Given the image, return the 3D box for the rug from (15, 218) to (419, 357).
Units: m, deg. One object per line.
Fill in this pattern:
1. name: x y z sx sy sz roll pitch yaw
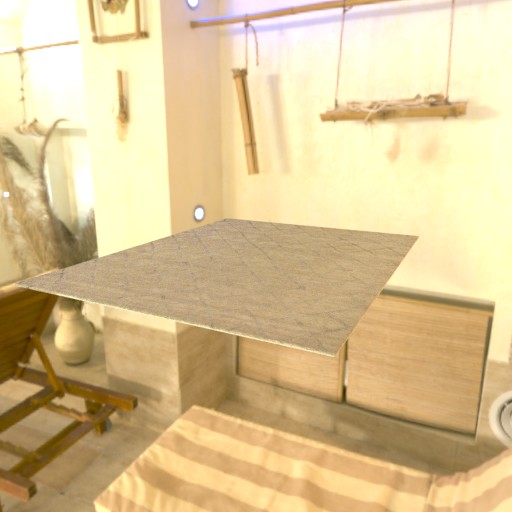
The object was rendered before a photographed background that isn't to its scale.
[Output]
1. rug: 0.000 0.000 4.022 2.420 0.019 3.038 7 17 26
